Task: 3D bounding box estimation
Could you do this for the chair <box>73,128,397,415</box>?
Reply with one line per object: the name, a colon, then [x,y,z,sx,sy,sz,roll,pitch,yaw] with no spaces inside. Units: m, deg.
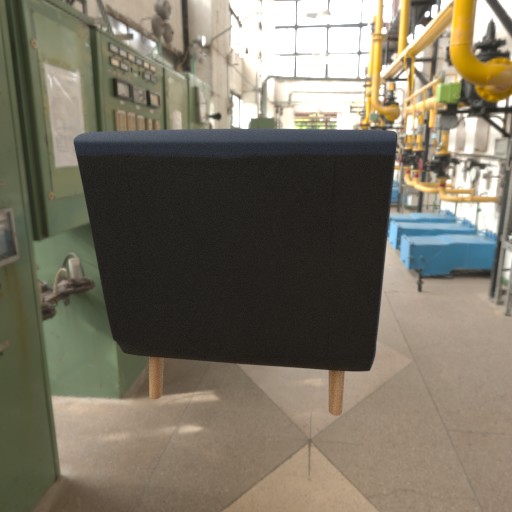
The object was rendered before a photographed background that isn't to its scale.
chair: [0.000,0.000,1.512,0.770,0.808,0.900,2,14,9]
